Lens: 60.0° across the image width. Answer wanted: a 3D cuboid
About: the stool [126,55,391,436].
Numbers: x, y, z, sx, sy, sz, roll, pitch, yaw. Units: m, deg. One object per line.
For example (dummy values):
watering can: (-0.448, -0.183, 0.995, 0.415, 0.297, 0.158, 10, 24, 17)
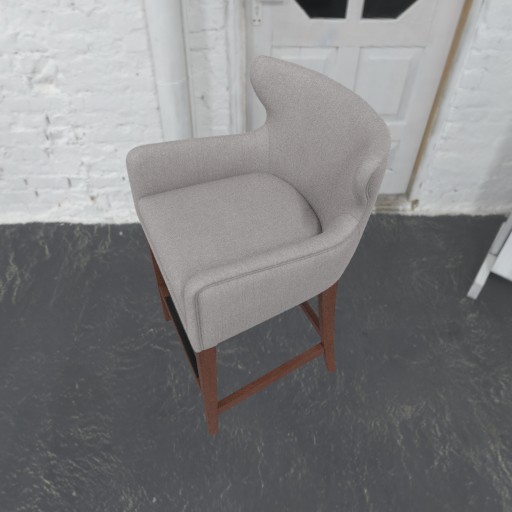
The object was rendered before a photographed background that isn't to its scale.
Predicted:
stool: (0.000, 0.000, 1.341, 0.575, 0.951, 0.575, -18, 49, -17)
